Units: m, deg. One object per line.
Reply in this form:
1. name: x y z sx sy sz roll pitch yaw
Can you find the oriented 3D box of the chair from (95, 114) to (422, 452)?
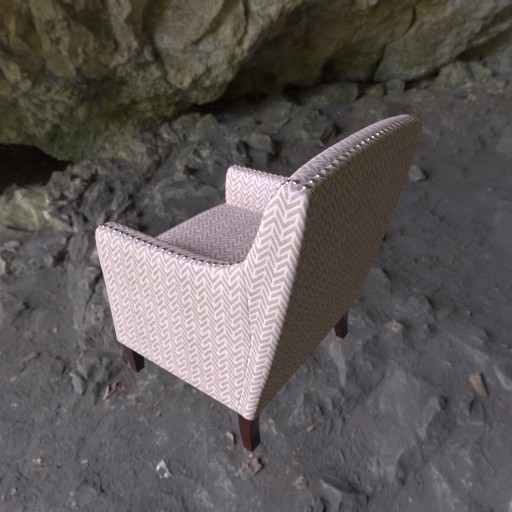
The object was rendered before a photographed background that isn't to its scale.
1. chair: 0.000 0.000 1.308 0.651 0.816 0.623 20 37 30
